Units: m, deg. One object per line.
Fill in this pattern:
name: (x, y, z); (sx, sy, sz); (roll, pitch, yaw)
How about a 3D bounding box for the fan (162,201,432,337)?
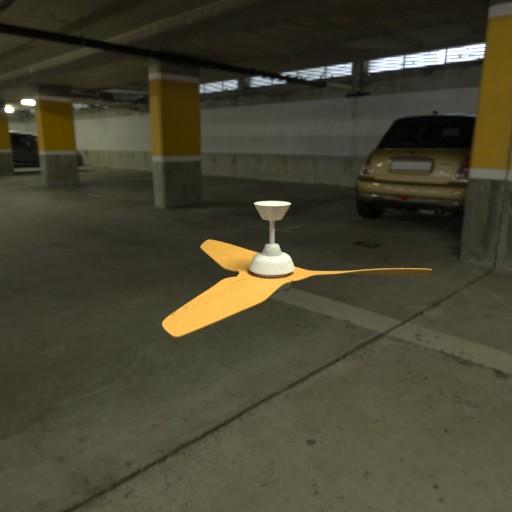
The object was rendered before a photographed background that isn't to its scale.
fan: (0.000, 0.000, 1.641); (1.142, 0.355, 1.010); (7, 16, 26)
